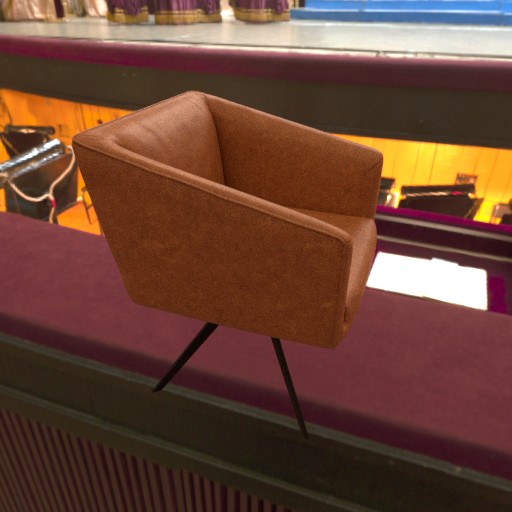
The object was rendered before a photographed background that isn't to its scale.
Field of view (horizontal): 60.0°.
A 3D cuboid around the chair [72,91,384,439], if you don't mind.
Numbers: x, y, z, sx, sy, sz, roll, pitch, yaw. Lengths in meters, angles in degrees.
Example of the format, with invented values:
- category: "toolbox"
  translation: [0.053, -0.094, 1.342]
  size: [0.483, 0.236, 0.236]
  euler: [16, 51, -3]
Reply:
- category: "chair"
  translation: [0.000, 0.000, 1.245]
  size: [0.625, 0.760, 0.588]
  euler: [10, 32, 17]
